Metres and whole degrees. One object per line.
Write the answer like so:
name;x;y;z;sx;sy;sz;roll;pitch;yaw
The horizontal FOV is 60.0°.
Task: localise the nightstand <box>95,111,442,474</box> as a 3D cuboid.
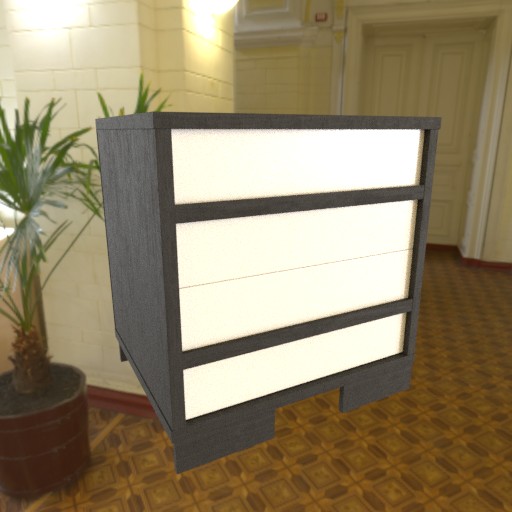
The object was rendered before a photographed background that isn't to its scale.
nightstand;0.000;0.000;0.754;0.427;0.448;0.347;-8;18;-27
